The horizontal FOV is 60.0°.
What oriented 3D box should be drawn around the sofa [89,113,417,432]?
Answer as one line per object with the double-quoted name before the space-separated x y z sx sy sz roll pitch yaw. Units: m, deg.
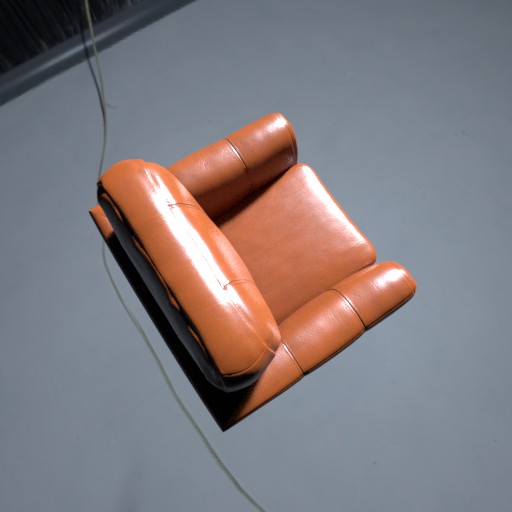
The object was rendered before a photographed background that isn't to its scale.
"sofa" 0.000 0.000 1.514 0.789 0.876 0.836 -33 76 -9
